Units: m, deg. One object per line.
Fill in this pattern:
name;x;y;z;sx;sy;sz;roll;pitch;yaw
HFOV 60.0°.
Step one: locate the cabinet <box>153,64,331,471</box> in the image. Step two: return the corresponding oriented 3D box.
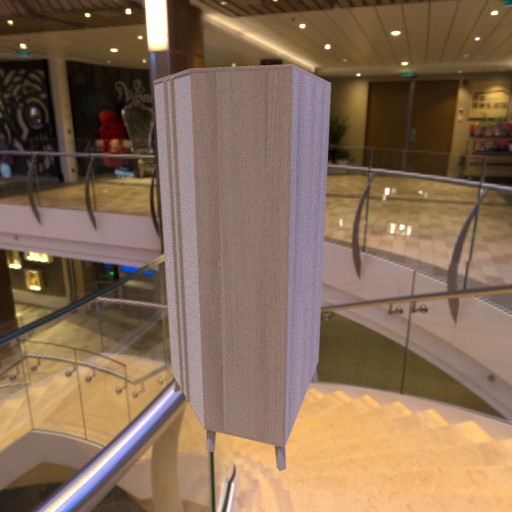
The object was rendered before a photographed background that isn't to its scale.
cabinet;0.000;0.000;2.636;0.969;1.957;1.272;-8;19;-25
